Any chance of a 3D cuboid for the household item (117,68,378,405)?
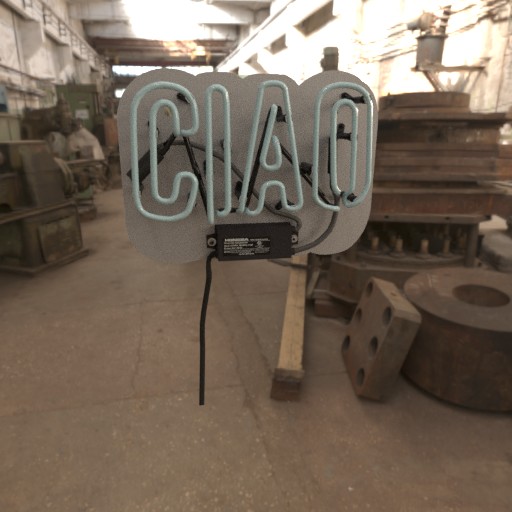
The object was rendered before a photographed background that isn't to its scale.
[{"bbox_3d":[0.000,0.000,0.372,0.211,0.294,0.042,-3,17,-8],"label":"household item"}]
